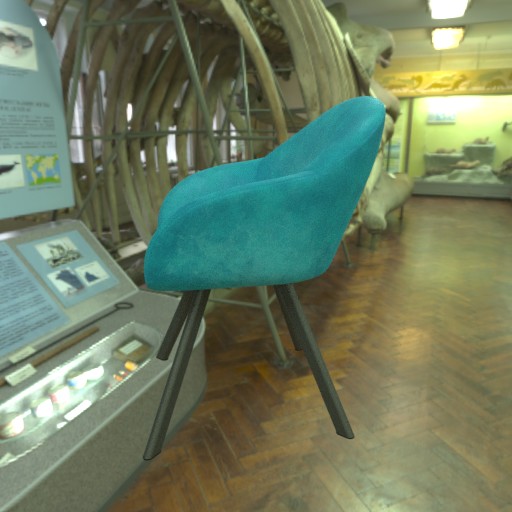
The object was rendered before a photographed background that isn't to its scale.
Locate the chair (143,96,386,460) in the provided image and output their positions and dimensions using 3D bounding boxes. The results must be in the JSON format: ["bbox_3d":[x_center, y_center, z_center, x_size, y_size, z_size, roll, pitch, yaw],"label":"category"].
[{"bbox_3d":[0.000,0.000,1.163,0.590,0.795,0.550,-2,16,-8],"label":"chair"}]
